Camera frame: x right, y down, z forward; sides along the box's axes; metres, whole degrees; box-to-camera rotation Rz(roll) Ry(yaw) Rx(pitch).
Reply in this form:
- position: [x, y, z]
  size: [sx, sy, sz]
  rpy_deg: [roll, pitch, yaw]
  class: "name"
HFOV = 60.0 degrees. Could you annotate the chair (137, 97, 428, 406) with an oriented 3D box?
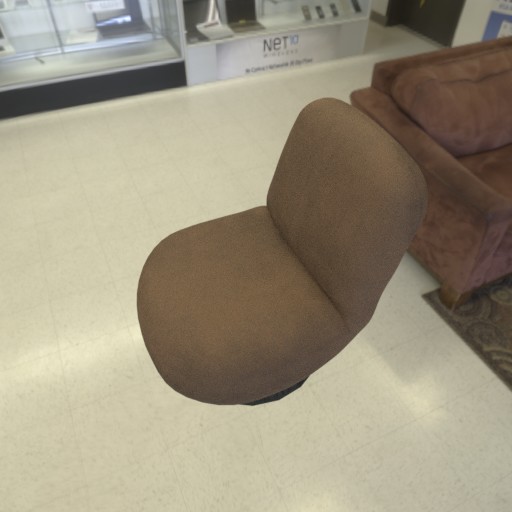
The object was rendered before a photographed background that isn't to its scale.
- position: [0.000, 0.000, 1.039]
  size: [0.597, 0.594, 0.521]
  rpy_deg: [-17, 48, -16]
  class: "chair"
